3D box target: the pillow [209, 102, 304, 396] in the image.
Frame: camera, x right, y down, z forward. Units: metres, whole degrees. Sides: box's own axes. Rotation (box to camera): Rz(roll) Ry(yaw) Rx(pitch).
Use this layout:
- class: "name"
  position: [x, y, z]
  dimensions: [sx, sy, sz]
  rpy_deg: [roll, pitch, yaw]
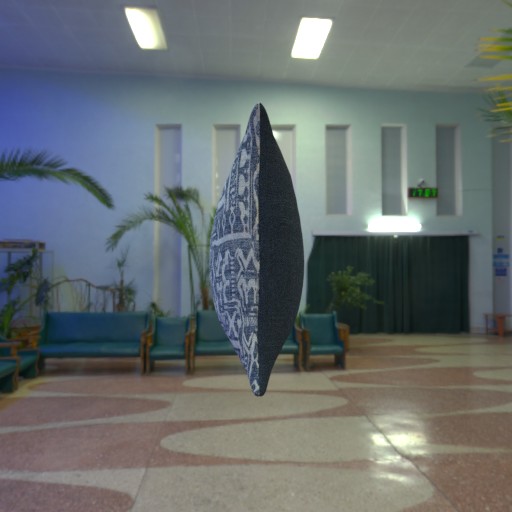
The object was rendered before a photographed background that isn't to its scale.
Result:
- class: "pillow"
  position: [0.000, 0.000, 0.746]
  dimensions: [0.148, 0.292, 0.631]
  rpy_deg: [0, -2, 0]
